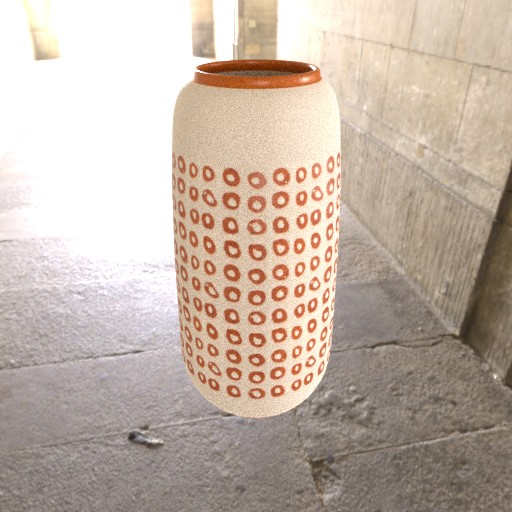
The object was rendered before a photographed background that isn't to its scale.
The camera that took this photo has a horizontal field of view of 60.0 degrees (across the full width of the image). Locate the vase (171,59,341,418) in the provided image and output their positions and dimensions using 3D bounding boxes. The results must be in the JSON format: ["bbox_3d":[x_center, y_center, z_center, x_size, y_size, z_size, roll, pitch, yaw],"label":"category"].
[{"bbox_3d":[0.000,0.000,0.356,0.133,0.282,0.133,0,30,0],"label":"vase"}]
